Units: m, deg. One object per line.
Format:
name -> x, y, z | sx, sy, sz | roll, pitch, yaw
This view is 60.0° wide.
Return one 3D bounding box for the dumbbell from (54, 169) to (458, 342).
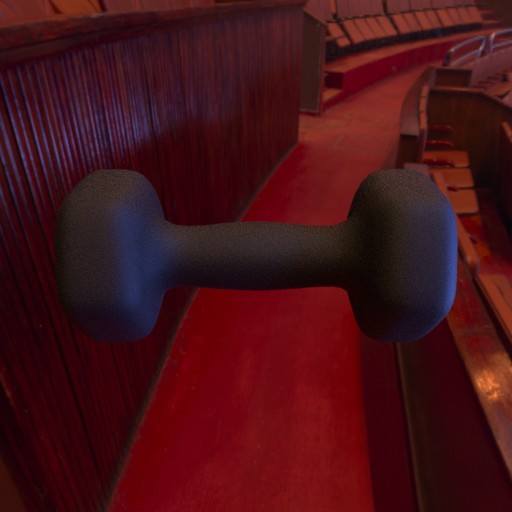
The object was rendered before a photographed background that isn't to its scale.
dumbbell -> 0.000, 0.000, 0.283 | 0.231, 0.101, 0.112 | 0, 31, 0
